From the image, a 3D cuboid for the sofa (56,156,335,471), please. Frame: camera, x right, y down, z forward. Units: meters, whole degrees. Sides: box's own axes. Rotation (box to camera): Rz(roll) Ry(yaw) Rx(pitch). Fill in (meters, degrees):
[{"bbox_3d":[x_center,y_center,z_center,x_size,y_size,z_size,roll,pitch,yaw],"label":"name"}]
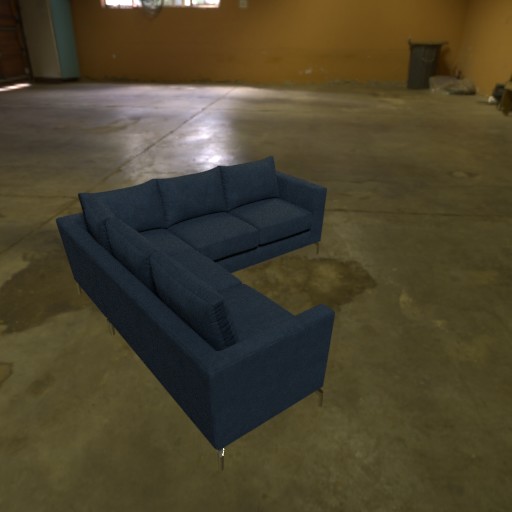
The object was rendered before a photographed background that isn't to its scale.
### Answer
[{"bbox_3d":[0.000,0.000,3.725,2.463,0.988,2.472,-19,32,-33],"label":"sofa"}]
